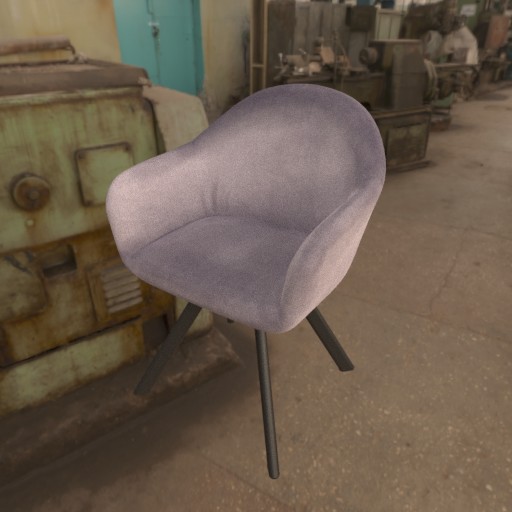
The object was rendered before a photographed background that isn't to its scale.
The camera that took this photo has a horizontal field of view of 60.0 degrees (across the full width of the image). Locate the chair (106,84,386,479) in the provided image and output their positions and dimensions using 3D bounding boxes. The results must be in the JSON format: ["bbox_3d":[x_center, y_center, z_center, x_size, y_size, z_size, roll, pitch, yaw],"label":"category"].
[{"bbox_3d":[0.000,0.000,1.138,0.570,0.780,0.540,18,33,30],"label":"chair"}]
